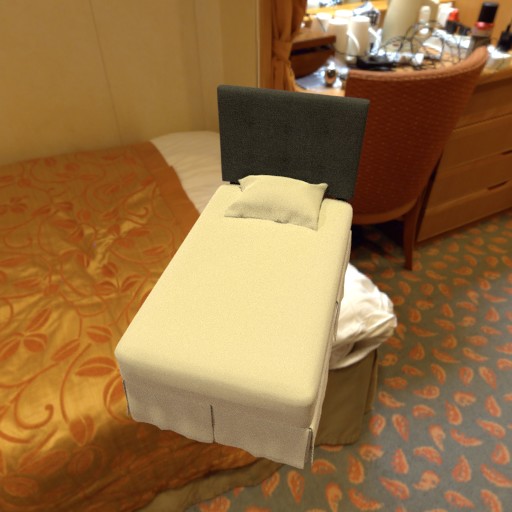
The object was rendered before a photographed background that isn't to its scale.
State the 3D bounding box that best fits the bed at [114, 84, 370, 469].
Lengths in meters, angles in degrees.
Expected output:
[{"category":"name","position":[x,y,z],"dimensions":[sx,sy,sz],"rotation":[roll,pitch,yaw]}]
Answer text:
[{"category":"bed","position":[0.000,0.000,3.045],"dimensions":[1.261,1.571,1.997],"rotation":[10,42,12]}]
